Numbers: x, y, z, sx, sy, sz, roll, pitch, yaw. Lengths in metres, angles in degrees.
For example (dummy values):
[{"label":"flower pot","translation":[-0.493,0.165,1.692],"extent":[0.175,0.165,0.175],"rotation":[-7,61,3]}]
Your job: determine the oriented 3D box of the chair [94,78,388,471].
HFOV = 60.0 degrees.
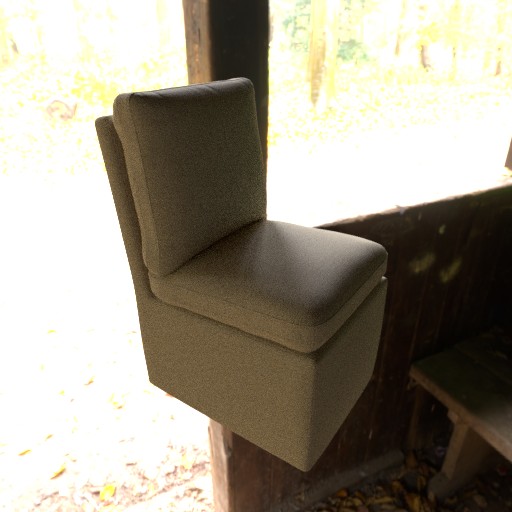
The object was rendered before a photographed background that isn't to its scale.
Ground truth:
[{"label":"chair","translation":[0.000,0.000,1.305],"extent":[0.698,0.927,0.503],"rotation":[17,32,30]}]
